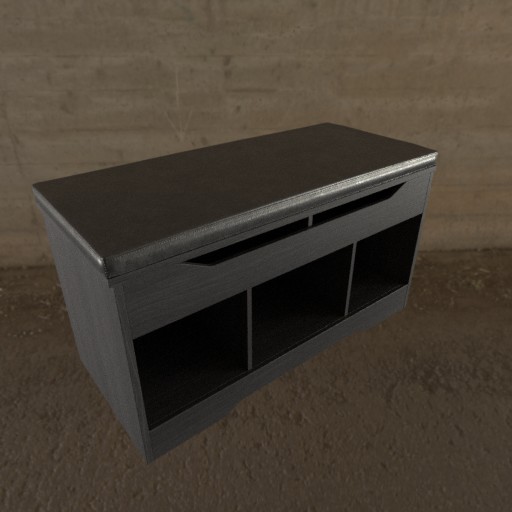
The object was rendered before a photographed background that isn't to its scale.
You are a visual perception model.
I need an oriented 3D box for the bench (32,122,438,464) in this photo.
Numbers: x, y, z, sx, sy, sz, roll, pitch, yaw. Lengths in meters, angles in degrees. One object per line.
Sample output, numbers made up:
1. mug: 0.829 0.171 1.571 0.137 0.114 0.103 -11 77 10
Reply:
1. bench: 0.000 0.000 1.166 0.905 0.501 0.401 -21 36 -32
